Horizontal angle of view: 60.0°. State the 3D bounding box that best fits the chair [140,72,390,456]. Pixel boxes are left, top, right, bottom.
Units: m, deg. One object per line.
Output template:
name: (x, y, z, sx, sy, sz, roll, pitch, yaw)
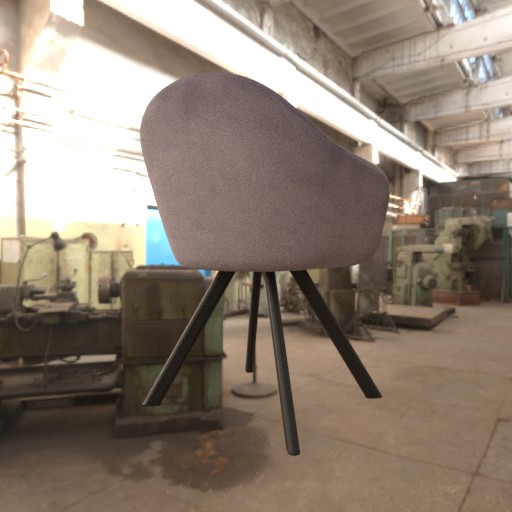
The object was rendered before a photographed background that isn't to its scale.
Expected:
chair: (0.000, 0.000, 1.154, 0.570, 0.780, 0.540, 1, 1, 37)
